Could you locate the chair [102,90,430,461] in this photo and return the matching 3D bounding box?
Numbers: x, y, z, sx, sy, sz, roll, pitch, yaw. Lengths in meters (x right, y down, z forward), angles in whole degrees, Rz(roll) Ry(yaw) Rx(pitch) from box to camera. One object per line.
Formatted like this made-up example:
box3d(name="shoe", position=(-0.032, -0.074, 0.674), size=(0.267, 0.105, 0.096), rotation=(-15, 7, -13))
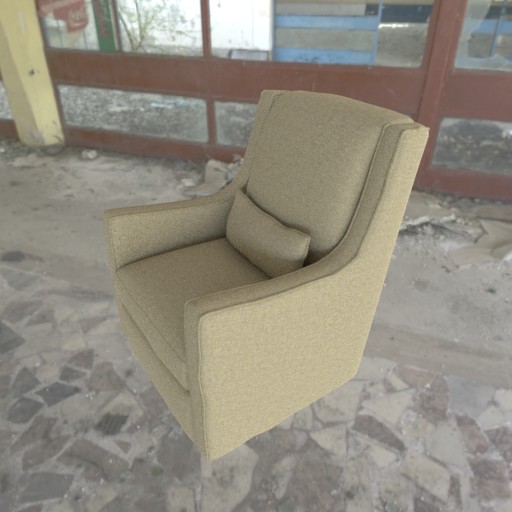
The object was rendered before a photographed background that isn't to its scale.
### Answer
box3d(name="chair", position=(0.000, 0.000, 1.565), size=(0.879, 0.993, 0.732), rotation=(-20, 36, -29))
